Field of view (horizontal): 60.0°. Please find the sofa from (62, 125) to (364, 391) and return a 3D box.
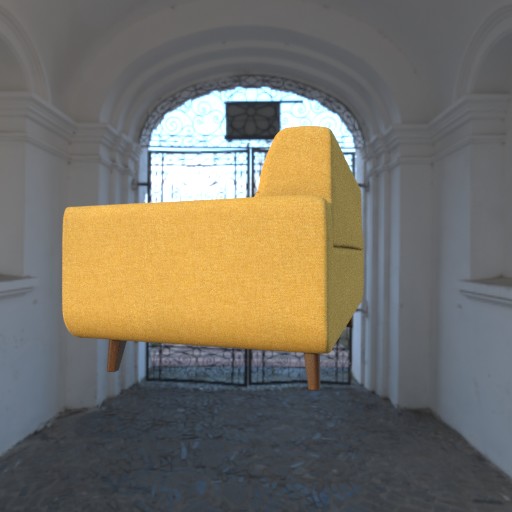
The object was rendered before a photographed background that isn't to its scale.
[{"bbox_3d":[0.000,0.000,2.120,0.909,0.841,1.631,0,0,17],"label":"sofa"}]
